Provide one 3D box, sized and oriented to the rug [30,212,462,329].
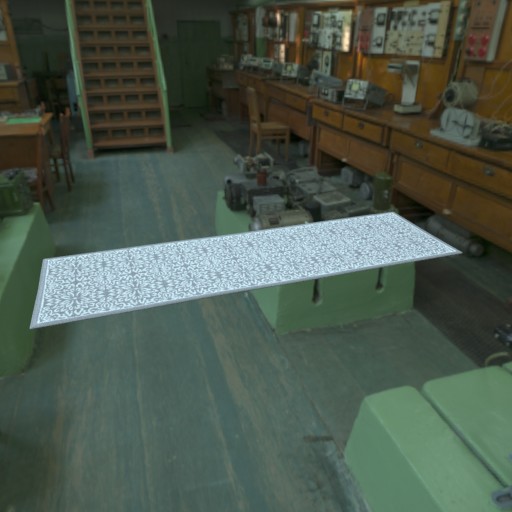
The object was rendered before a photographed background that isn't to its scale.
[{"bbox_3d":[0.000,0.000,2.422,2.196,0.011,0.662,-9,28,-17],"label":"rug"}]
